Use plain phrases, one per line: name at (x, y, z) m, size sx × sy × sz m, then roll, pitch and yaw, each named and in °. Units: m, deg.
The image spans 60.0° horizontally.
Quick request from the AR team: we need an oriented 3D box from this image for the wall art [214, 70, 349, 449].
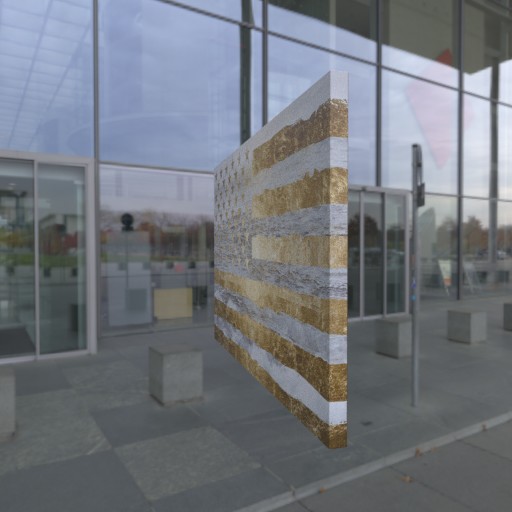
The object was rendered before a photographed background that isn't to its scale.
wall art at (0.000, 0.000, 1.441) m, size 0.041 × 0.762 × 1.145 m, roll 0°, pitch 1°, yaw -17°
